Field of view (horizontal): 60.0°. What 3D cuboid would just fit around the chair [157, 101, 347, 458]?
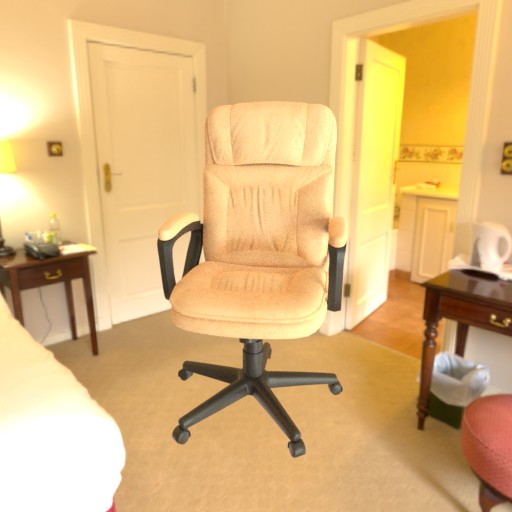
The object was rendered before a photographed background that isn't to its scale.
[{"bbox_3d":[0.000,0.000,1.598,0.667,1.105,0.724,3,15,10],"label":"chair"}]
